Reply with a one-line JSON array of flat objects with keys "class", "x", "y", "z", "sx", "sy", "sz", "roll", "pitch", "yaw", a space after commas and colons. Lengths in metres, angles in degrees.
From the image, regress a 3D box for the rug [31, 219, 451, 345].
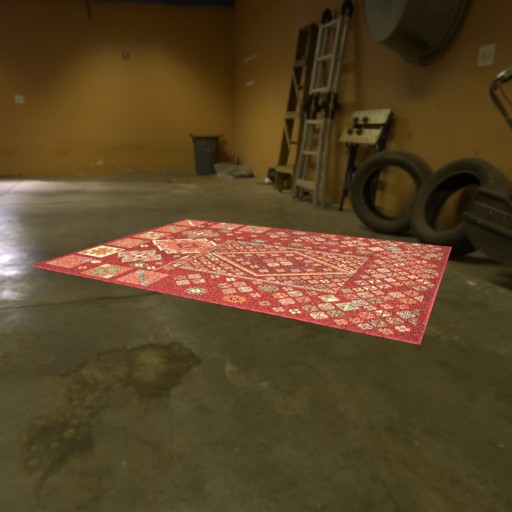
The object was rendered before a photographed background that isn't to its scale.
[{"class": "rug", "x": 0.000, "y": 0.000, "z": 2.816, "sx": 2.184, "sy": 0.007, "sz": 1.579, "roll": 8, "pitch": 18, "yaw": 26}]
